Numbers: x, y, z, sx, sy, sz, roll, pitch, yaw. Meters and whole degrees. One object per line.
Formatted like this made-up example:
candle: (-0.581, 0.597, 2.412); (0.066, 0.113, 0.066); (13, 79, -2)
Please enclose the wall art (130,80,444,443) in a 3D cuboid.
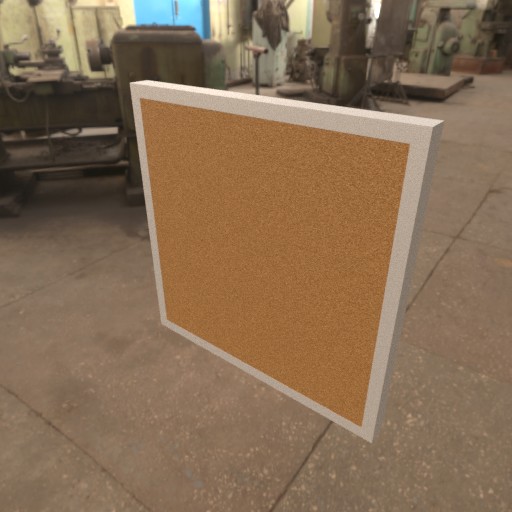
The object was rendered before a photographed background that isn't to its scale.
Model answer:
wall art: (0.000, 0.000, 0.746); (0.507, 0.508, 0.038); (21, 36, 32)
